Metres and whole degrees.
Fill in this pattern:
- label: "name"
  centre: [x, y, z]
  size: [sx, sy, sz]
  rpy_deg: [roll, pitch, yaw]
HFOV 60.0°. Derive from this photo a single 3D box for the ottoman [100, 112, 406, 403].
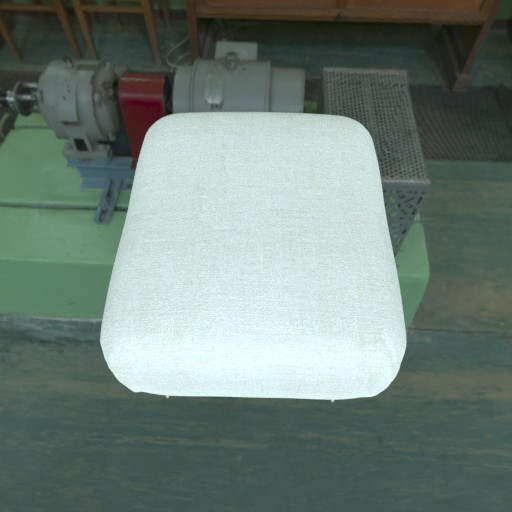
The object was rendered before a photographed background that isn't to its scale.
- label: "ottoman"
  centre: [0.000, 0.000, 1.160]
  size: [0.622, 0.450, 0.747]
  rpy_deg: [1, 57, 1]
